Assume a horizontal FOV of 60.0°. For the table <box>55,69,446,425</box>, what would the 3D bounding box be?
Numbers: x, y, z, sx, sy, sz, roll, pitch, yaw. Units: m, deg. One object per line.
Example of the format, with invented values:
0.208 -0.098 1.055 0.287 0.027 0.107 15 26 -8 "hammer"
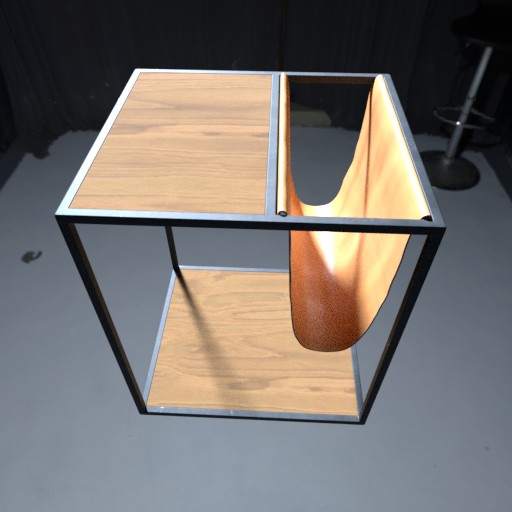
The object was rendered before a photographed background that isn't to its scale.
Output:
0.000 0.000 0.834 0.450 0.536 0.399 2 46 2 "table"
